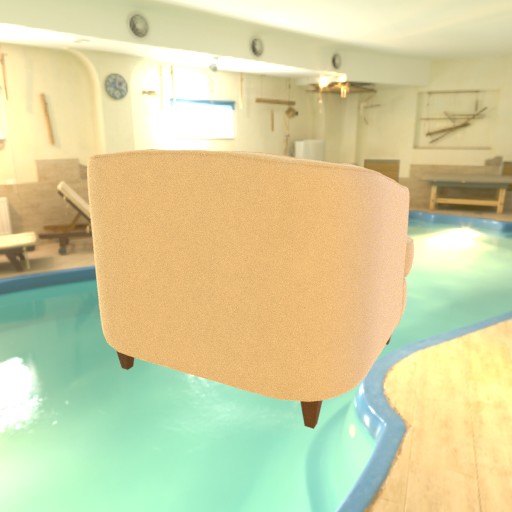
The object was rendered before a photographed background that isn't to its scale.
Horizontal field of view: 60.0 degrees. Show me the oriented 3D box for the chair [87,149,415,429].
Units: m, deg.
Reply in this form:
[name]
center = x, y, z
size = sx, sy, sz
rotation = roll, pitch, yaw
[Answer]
[chair]
center = 0.000, 0.000, 1.782
size = 1.104, 0.852, 0.941
rotation = 8, 17, 27
